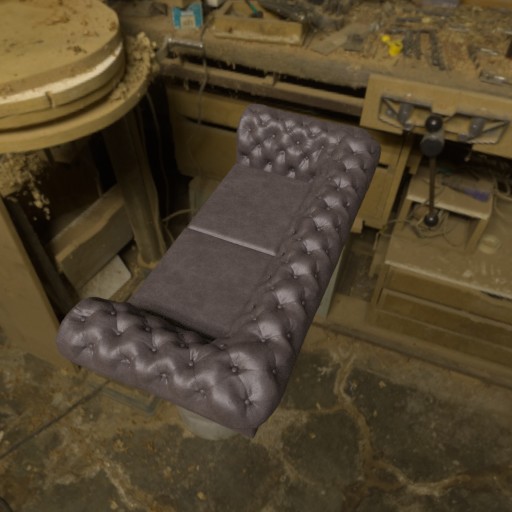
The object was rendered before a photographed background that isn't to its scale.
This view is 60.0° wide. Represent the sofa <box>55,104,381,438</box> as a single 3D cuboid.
[{"bbox_3d":[0.000,0.000,2.524,0.944,0.779,2.048,18,51,15],"label":"sofa"}]
